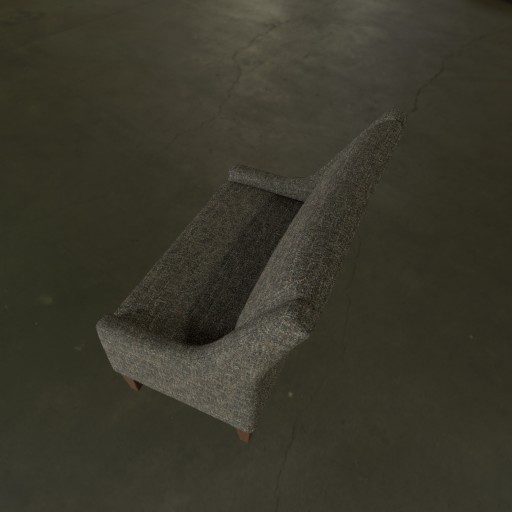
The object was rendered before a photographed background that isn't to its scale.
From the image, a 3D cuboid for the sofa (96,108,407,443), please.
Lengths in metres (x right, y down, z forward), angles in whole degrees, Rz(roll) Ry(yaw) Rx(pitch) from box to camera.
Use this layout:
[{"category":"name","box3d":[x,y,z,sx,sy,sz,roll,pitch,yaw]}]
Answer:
[{"category":"sofa","box3d":[0.000,0.000,1.977,0.870,1.021,1.242,19,49,17]}]
